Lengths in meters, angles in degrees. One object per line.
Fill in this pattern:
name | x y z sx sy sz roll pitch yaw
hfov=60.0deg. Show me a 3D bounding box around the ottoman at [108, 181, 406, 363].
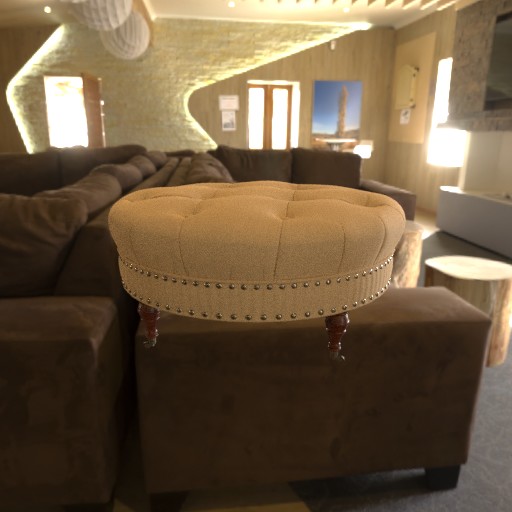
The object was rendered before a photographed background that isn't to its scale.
ottoman | 0.000 0.000 1.442 0.901 0.439 0.901 0 16 0
